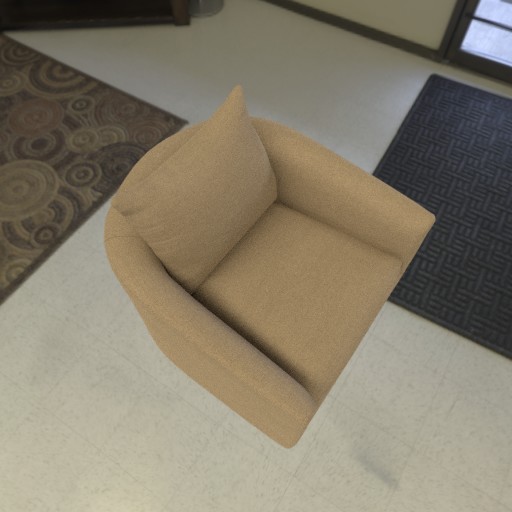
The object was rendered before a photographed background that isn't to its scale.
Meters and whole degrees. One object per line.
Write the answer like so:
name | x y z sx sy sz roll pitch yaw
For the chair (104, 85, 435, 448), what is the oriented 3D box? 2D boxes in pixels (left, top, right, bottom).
chair | 0.000 0.000 1.570 0.910 0.848 0.845 32 64 18
